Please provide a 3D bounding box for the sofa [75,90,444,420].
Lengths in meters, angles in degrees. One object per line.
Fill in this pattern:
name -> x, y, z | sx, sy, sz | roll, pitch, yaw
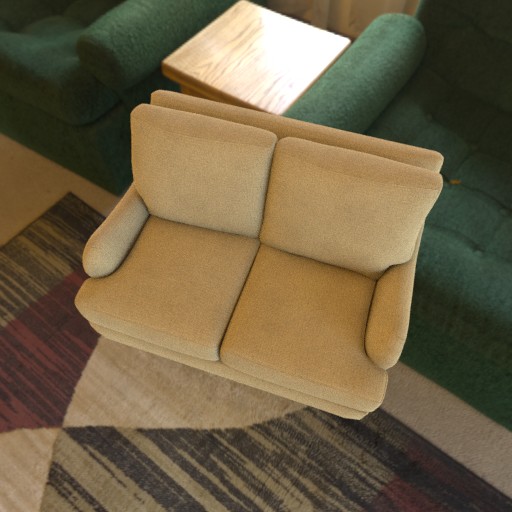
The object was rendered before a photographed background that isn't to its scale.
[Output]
sofa -> 0.000, 0.000, 2.182 | 1.480, 0.999, 1.087 | 16, 60, 9
